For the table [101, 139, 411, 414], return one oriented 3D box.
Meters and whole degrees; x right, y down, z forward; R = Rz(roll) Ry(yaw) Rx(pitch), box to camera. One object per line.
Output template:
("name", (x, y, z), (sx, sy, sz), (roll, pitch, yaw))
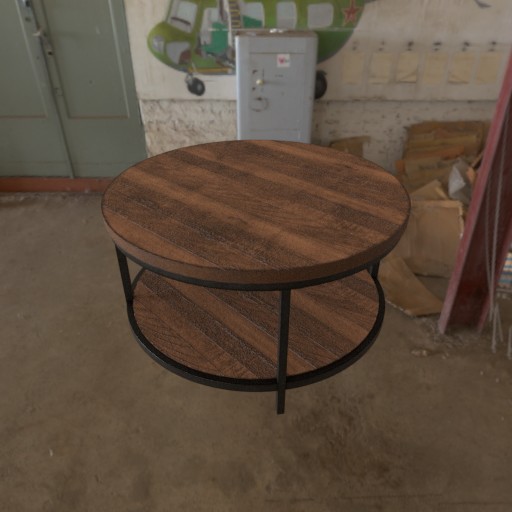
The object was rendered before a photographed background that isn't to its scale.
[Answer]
("table", (0.000, 0.000, 1.372), (0.837, 0.462, 0.837), (0, 33, 0))
